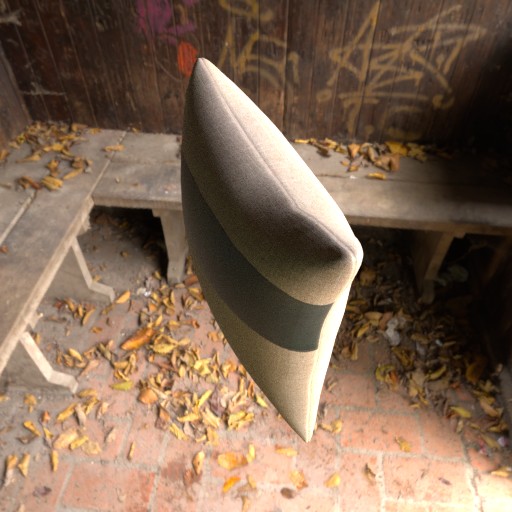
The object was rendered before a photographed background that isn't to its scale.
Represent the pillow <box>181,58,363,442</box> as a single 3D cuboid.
[{"bbox_3d":[0.000,0.000,0.626,0.173,0.399,0.414,-17,49,-15],"label":"pillow"}]
